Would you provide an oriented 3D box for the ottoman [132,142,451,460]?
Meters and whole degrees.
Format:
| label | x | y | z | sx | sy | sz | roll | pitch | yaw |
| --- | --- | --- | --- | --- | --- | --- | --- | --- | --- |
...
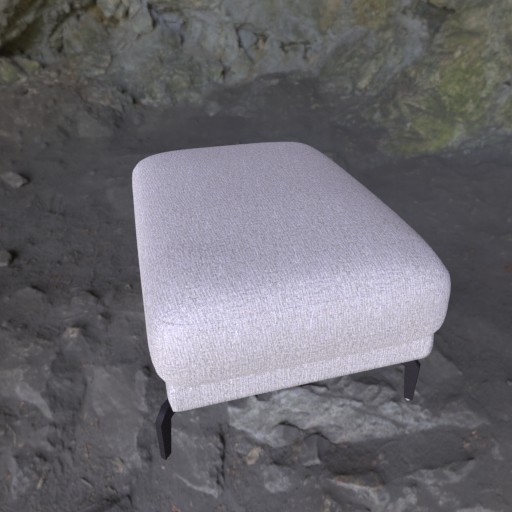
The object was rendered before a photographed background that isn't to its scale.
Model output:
| label | x | y | z | sx | sy | sz | roll | pitch | yaw |
| --- | --- | --- | --- | --- | --- | --- | --- | --- | --- |
| ottoman | 0.000 | 0.000 | 1.089 | 0.568 | 0.420 | 0.772 | -8 | 33 | -13 |
